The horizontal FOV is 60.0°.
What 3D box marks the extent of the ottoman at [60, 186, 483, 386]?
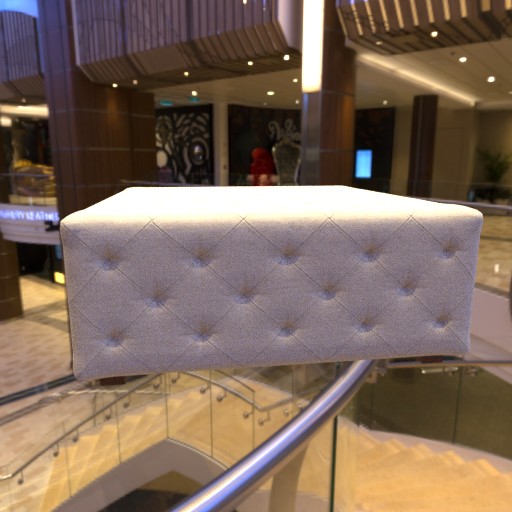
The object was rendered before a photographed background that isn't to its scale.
[{"bbox_3d":[0.000,0.000,1.569,1.028,0.439,1.028,-2,12,-8],"label":"ottoman"}]
